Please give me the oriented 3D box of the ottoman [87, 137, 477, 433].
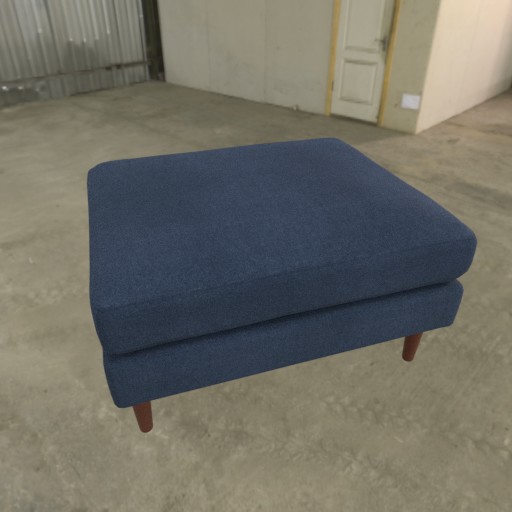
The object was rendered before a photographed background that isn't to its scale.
[{"bbox_3d":[0.000,0.000,1.218,0.821,0.474,0.693,-10,34,-15],"label":"ottoman"}]
